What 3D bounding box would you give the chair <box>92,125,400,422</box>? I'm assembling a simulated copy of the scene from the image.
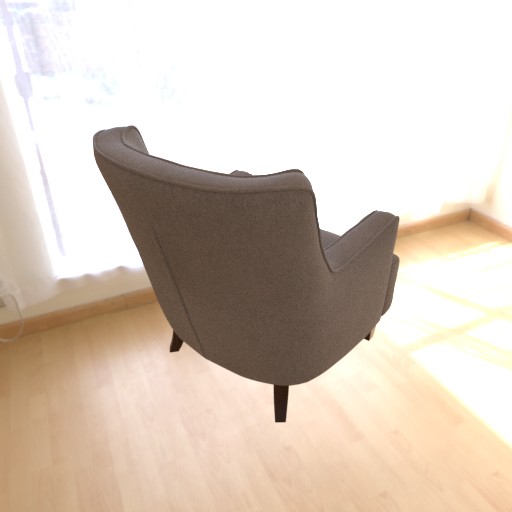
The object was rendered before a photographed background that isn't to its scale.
[{"bbox_3d":[0.000,0.000,1.590,0.781,0.919,0.910,23,37,33],"label":"chair"}]
